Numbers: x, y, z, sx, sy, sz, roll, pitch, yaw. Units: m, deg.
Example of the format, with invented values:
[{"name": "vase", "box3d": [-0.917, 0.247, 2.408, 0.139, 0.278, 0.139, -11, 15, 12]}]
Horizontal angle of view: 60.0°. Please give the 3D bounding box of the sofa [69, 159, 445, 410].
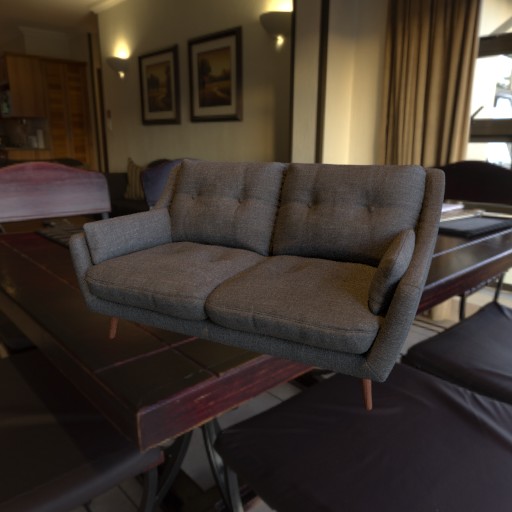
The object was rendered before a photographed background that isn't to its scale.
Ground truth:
[{"name": "sofa", "box3d": [0.000, 0.000, 2.174, 1.646, 0.887, 0.976, 8, 16, 27]}]
